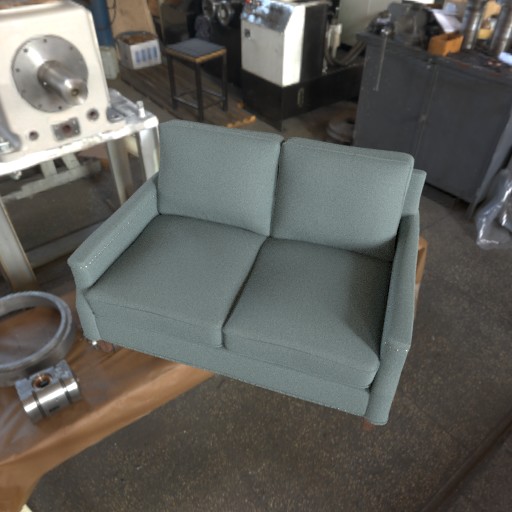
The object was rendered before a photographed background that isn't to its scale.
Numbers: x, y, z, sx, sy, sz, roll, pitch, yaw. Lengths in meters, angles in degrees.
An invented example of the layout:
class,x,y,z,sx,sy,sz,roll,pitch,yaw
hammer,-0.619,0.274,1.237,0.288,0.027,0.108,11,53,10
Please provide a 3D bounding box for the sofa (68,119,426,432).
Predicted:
class,x,y,z,sx,sy,sz,roll,pitch,yaw
sofa,0.000,0.000,2.319,1.597,1.003,1.084,12,42,14
